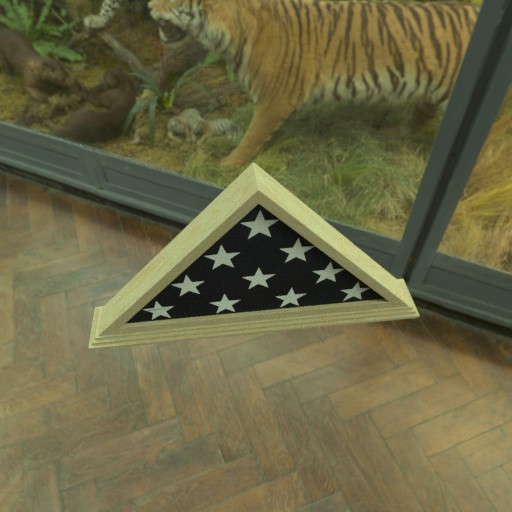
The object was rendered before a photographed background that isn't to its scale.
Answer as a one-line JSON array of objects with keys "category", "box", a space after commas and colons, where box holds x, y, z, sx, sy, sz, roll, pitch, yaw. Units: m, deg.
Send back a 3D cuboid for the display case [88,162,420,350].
[{"category": "display case", "box": [0.000, 0.000, 0.761, 0.640, 0.340, 0.095, -5, 48, -4]}]
